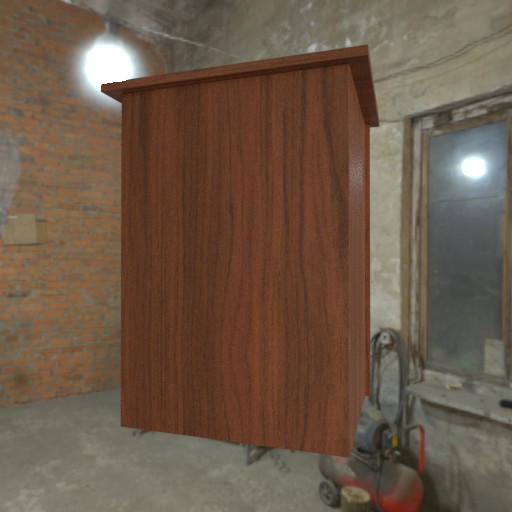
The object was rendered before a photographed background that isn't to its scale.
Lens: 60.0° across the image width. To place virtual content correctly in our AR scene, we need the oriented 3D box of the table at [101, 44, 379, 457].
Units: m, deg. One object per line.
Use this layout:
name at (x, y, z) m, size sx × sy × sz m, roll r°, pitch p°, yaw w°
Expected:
table at (0.000, 0.000, 0.922) m, size 0.480 × 0.636 × 0.381 m, roll 0°, pitch -1°, yaw 18°
